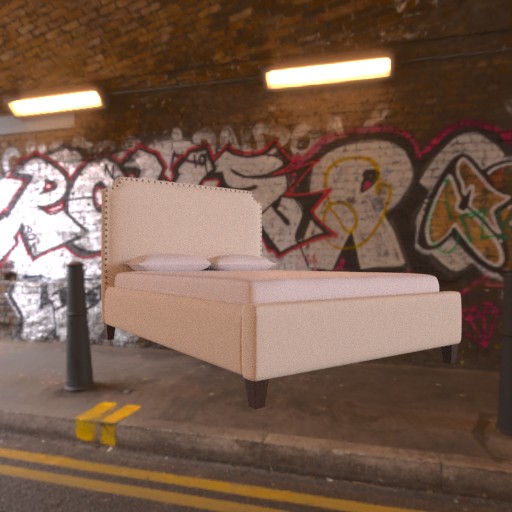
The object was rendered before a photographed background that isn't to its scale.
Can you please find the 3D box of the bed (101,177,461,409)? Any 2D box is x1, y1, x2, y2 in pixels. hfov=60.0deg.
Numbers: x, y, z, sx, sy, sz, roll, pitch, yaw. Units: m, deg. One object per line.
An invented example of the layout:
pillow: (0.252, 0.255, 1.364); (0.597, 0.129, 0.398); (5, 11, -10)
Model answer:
bed: (0.000, 0.000, 3.432); (1.712, 1.443, 2.372); (1, -1, -35)
